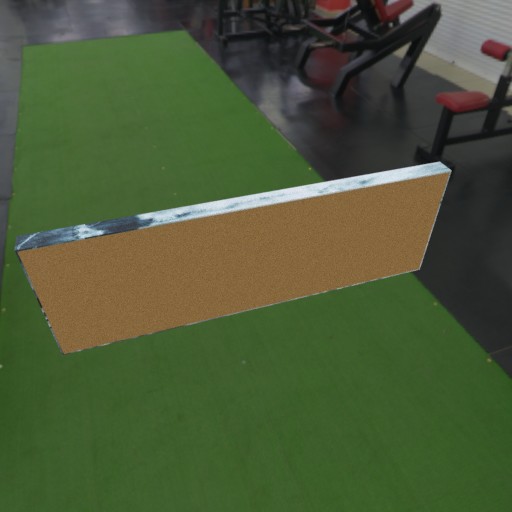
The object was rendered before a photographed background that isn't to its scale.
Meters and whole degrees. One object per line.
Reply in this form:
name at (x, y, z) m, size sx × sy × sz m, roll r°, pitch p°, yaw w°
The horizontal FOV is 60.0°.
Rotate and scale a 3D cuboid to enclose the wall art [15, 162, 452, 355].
wall art at (0.000, 0.000, 0.835) m, size 0.759 × 0.251 × 0.037 m, roll -12°, pitch 42°, yaw -14°
